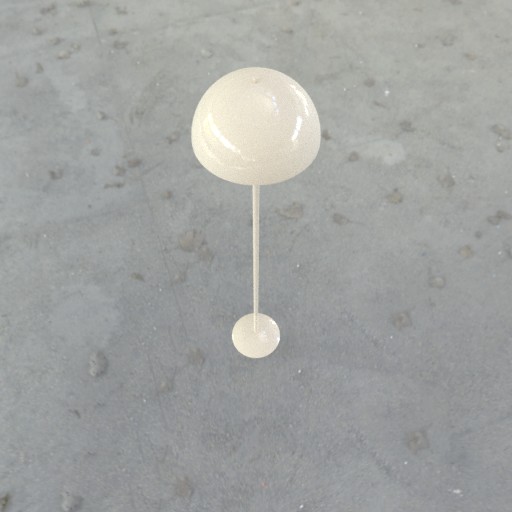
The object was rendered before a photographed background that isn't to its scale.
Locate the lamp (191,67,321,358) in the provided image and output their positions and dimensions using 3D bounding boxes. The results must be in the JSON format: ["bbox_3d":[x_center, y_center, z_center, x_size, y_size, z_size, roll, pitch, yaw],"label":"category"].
[{"bbox_3d":[0.000,0.000,1.612,0.328,1.480,0.328,-16,59,-10],"label":"lamp"}]
